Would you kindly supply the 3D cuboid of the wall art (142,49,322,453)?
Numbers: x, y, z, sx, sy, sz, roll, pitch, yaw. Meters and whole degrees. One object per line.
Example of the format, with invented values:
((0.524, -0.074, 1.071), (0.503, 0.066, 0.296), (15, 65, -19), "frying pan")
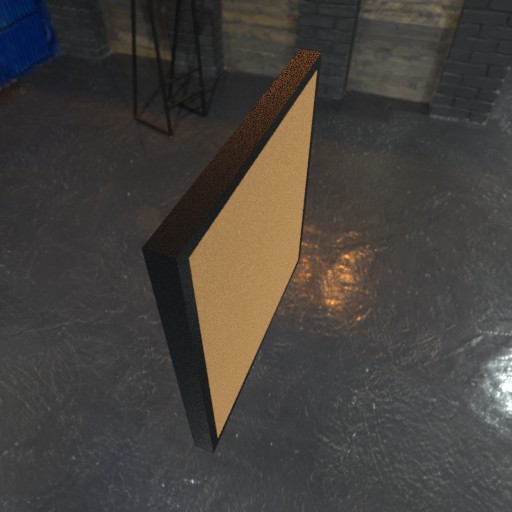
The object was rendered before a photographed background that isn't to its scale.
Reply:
((0.000, 0.000, 0.767), (0.038, 0.506, 0.506), (16, 49, 15), "wall art")
